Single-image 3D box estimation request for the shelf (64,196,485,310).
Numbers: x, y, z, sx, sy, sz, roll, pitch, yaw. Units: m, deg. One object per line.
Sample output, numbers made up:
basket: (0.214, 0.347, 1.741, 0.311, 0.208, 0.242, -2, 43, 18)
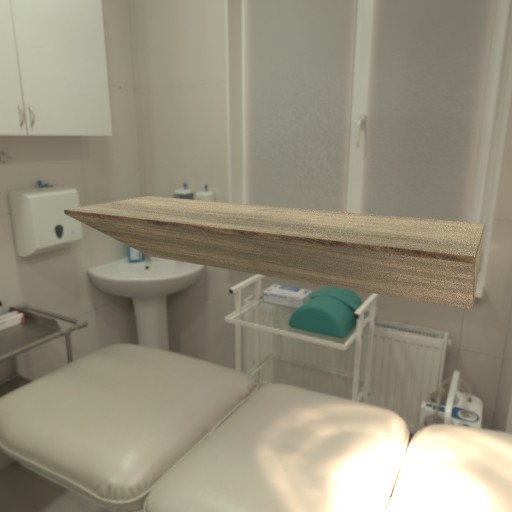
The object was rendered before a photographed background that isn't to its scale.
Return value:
shelf: (0.000, 0.000, 0.684, 0.610, 0.125, 0.200, 8, 17, 28)
